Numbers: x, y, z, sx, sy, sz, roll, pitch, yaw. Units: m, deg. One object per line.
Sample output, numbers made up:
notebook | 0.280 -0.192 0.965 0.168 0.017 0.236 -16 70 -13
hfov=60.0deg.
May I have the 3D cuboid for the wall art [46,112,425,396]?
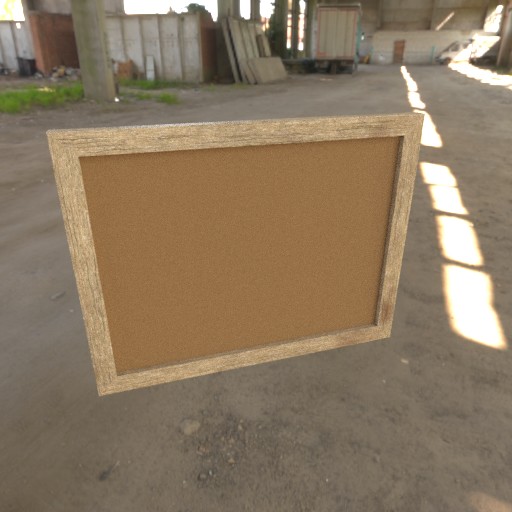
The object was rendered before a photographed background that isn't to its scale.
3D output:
wall art | 0.000 0.000 0.907 0.690 0.535 0.026 -8 27 -16
